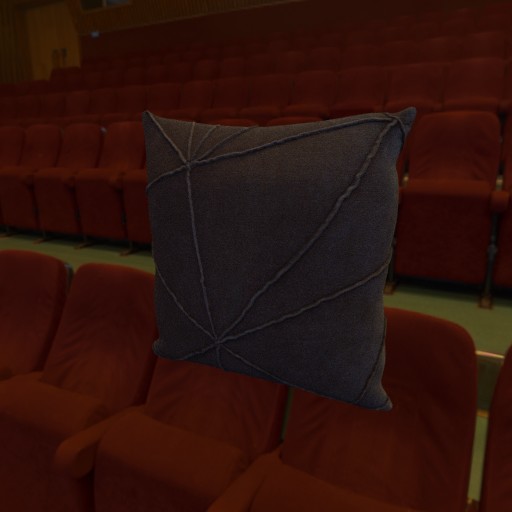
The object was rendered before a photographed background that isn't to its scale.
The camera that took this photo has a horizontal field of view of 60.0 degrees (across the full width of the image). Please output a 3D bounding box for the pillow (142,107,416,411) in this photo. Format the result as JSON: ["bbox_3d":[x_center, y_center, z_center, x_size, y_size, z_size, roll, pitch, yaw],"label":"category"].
[{"bbox_3d":[0.000,0.000,0.688,0.439,0.440,0.183,7,16,26],"label":"pillow"}]
